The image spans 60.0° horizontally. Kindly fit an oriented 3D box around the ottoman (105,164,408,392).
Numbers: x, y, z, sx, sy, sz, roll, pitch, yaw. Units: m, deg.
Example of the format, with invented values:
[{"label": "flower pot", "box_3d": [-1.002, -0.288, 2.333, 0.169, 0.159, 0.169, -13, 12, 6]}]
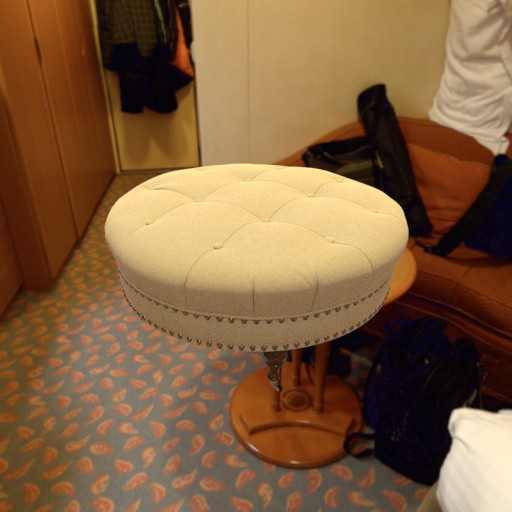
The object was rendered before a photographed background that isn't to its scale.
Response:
[{"label": "ottoman", "box_3d": [0.000, 0.000, 1.432, 0.901, 0.439, 0.901, 0, 27, 0]}]
